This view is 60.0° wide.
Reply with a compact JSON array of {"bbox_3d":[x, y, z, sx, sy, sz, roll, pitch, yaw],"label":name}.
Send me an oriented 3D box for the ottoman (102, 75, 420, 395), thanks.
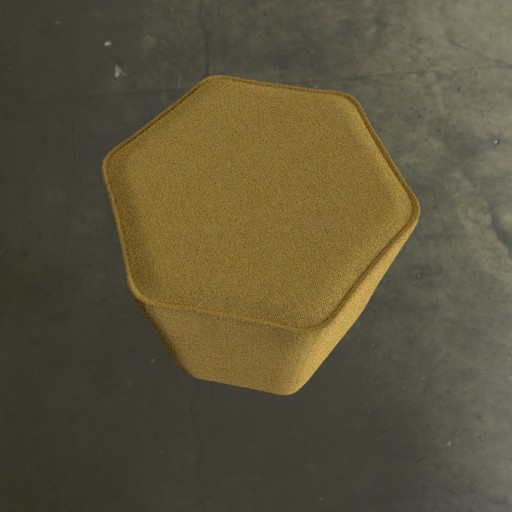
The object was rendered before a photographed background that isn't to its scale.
[{"bbox_3d":[0.000,0.000,0.880,0.443,0.502,0.494,-17,65,-8],"label":"ottoman"}]
